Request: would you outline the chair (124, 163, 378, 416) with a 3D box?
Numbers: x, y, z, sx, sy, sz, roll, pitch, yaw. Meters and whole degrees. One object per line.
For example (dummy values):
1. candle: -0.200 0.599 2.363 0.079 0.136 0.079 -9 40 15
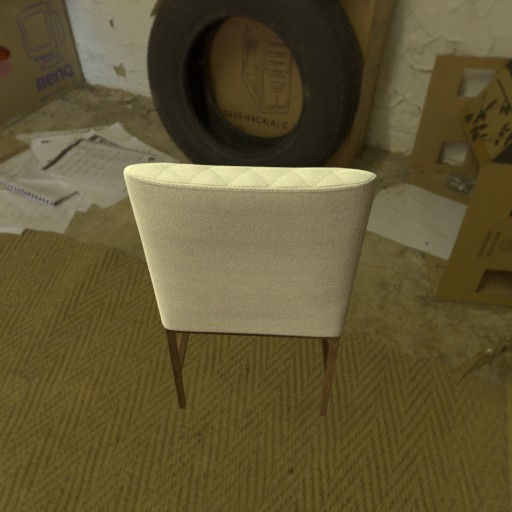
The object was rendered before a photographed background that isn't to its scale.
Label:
1. chair: 0.000 0.000 1.283 0.503 0.933 0.597 2 44 2
